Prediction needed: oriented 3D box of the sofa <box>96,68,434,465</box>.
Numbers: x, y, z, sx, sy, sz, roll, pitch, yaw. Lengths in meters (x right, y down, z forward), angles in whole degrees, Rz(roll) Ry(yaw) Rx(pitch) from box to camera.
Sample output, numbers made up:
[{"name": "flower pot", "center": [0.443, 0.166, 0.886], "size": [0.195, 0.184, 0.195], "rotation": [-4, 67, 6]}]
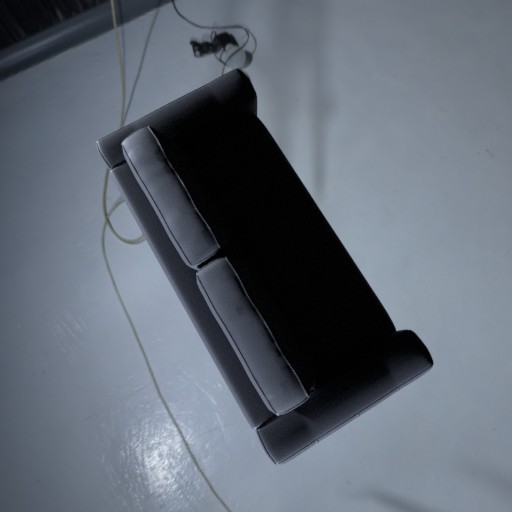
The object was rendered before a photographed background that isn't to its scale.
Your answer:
[{"name": "sofa", "center": [0.000, 0.000, 2.200], "size": [0.833, 0.893, 1.726], "rotation": [-30, 79, -6]}]
